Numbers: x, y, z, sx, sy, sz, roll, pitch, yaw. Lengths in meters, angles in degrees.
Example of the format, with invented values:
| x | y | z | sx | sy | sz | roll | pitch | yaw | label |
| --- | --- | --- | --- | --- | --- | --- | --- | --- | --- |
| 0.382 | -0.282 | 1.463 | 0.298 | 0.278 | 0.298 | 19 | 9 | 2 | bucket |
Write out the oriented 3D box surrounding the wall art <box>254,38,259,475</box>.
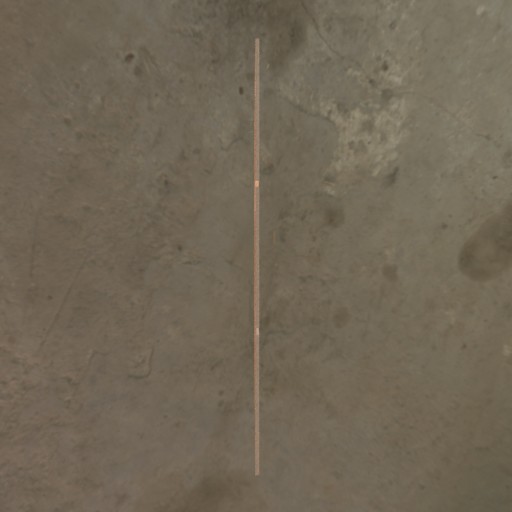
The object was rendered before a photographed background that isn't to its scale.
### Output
| x | y | z | sx | sy | sz | roll | pitch | yaw | label |
| --- | --- | --- | --- | --- | --- | --- | --- | --- | --- |
| 0.000 | 0.000 | 2.293 | 0.014 | 1.507 | 1.519 | 0 | 90 | 0 | wall art |
